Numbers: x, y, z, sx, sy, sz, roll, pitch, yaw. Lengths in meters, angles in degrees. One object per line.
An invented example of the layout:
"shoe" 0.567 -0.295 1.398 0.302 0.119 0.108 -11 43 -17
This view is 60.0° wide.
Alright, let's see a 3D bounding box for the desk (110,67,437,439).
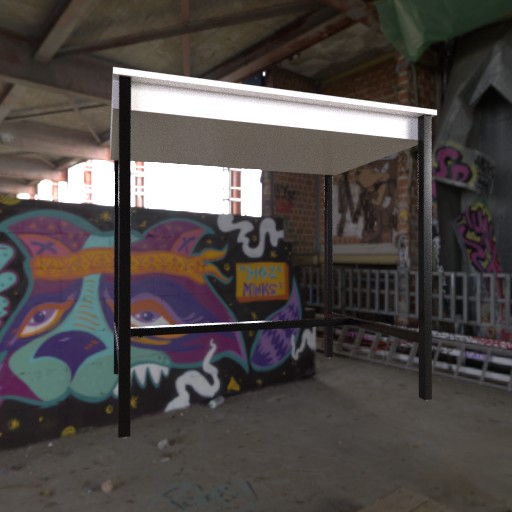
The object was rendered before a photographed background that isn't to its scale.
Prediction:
"desk" 0.000 0.000 1.304 0.811 0.766 0.573 0 -1 -19
